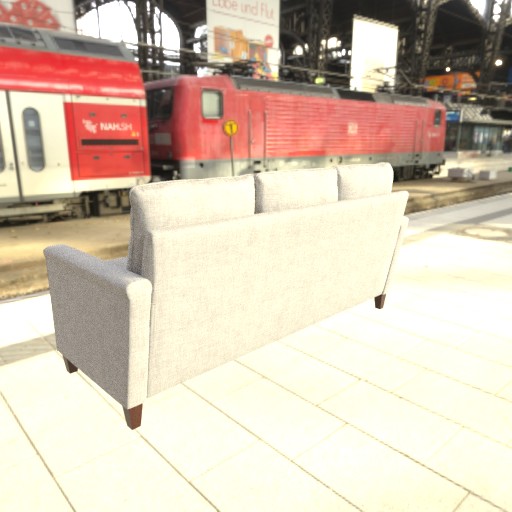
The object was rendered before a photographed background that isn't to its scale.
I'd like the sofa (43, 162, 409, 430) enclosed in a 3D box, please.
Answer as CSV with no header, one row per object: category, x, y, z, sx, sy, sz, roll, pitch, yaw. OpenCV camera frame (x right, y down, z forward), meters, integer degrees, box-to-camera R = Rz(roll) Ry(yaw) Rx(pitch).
sofa,0.000,0.000,2.401,1.925,0.959,0.828,-14,20,-42
